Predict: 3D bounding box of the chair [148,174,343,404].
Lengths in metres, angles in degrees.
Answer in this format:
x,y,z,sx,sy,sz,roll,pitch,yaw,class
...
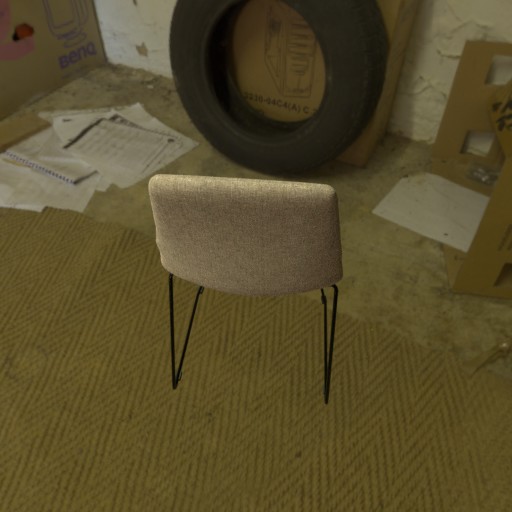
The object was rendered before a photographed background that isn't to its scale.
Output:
x,y,z,sx,sy,sz,roll,pitch,yaw,class
0.000,0.000,1.175,0.479,0.858,0.518,4,46,4,chair
